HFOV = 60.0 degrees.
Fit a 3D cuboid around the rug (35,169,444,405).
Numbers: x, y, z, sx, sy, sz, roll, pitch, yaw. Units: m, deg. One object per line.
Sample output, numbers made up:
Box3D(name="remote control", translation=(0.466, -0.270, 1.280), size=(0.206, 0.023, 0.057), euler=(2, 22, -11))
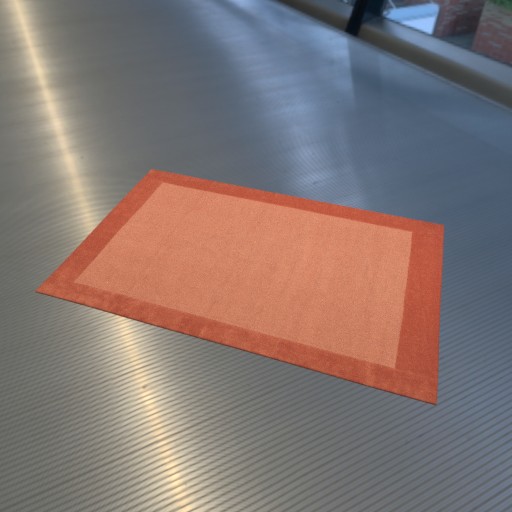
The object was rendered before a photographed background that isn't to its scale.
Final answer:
Box3D(name="rug", translation=(0.000, 0.000, 3.050), size=(2.438, 0.014, 1.524), euler=(13, 44, 14))
